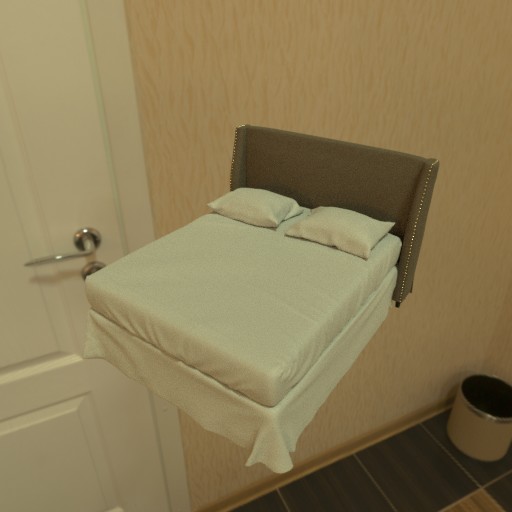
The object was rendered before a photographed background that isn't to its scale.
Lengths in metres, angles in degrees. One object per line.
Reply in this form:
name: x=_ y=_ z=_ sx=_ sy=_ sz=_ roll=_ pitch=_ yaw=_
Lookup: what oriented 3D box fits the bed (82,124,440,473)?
bed: x=0.000 y=0.000 z=3.441 sx=1.925 sy=1.332 sz=2.276 roll=20 pitch=36 yaw=30
